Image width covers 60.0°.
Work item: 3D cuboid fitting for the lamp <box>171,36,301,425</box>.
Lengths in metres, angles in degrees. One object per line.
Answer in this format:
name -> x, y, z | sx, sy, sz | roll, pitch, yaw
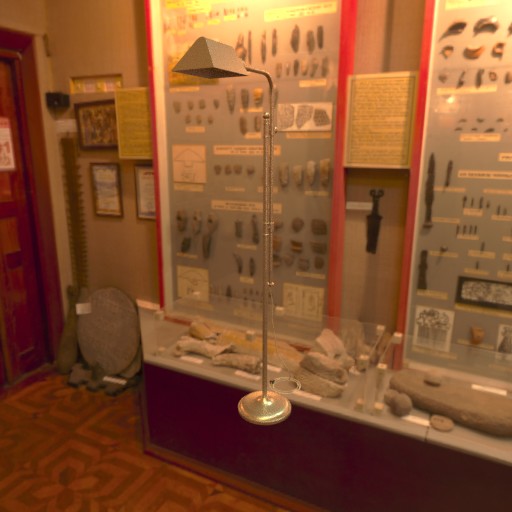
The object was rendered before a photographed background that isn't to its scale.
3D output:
lamp -> 0.000, 0.000, 1.873 | 0.256, 1.571, 0.813 | 8, 17, 28
